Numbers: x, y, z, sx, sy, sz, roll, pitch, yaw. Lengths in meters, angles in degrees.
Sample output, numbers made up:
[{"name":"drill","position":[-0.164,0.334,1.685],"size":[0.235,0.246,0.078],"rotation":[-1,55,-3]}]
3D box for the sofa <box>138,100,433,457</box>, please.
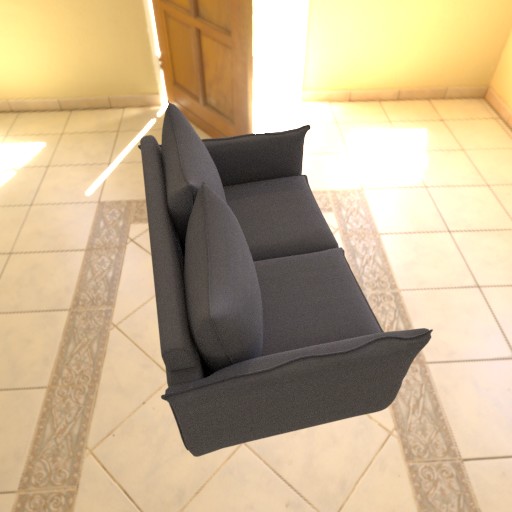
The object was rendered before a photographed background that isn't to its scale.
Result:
[{"name":"sofa","position":[0.000,0.000,1.817],"size":[0.820,0.840,1.300],"rotation":[-10,48,-9]}]
